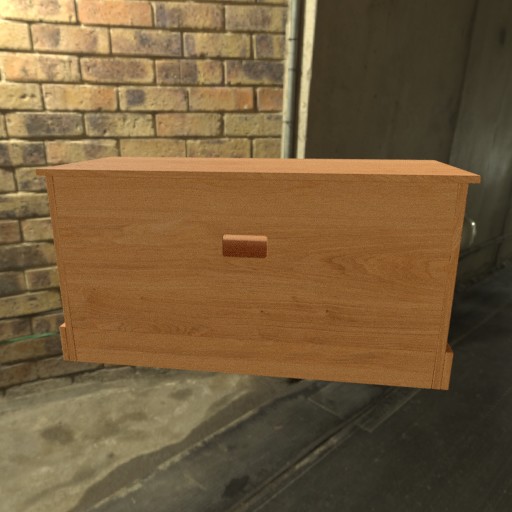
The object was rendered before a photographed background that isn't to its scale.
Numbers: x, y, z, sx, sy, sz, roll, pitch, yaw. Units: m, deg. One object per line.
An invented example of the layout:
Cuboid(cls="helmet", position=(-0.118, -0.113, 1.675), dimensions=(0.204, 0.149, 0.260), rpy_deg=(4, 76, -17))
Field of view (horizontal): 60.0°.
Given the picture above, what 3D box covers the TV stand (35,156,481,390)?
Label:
Cuboid(cls="TV stand", position=(0.000, 0.000, 1.349), dimensions=(1.080, 0.550, 0.440), rpy_deg=(2, 17, 8))
